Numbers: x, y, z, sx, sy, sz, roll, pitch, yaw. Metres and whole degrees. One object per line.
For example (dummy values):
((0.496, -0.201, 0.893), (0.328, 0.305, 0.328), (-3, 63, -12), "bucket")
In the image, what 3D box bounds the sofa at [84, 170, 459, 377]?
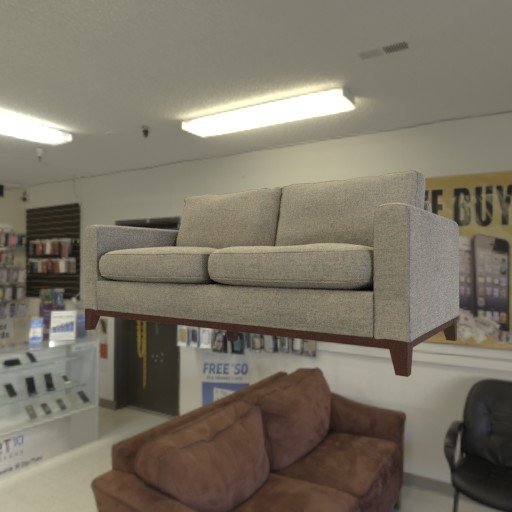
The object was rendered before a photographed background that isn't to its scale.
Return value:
((0.000, 0.000, 2.516), (1.978, 0.892, 0.969), (0, -1, 35), "sofa")
